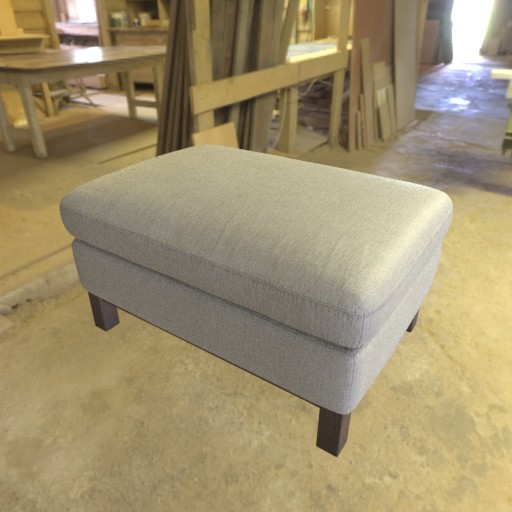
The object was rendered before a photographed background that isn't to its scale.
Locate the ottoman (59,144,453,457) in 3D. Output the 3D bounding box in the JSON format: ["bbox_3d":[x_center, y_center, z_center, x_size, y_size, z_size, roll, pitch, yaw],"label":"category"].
[{"bbox_3d":[0.000,0.000,1.027,0.735,0.404,0.528,18,34,29],"label":"ottoman"}]
